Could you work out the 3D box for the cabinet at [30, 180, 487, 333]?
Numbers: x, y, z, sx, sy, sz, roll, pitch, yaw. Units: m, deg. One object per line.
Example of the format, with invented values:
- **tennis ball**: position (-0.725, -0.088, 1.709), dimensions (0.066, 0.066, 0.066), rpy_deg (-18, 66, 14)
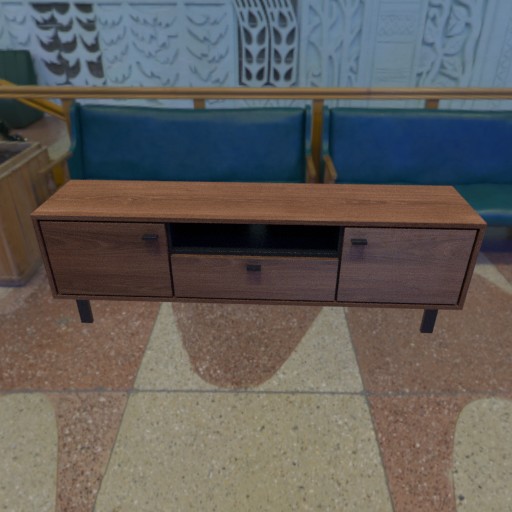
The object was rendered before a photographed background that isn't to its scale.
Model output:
- **cabinet**: position (0.000, 0.000, 1.868), dimensions (1.650, 0.500, 0.400), rpy_deg (1, 30, 2)
